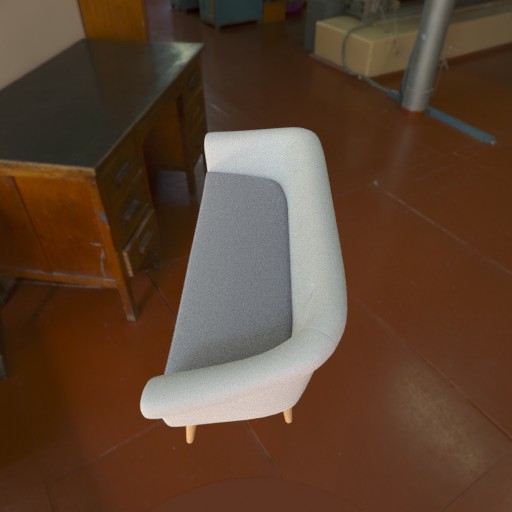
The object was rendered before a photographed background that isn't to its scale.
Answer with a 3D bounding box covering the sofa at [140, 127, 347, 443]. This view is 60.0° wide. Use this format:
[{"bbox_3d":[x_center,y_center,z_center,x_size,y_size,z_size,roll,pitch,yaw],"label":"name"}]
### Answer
[{"bbox_3d":[0.000,0.000,2.523,0.827,0.795,2.160,1,42,1],"label":"sofa"}]
